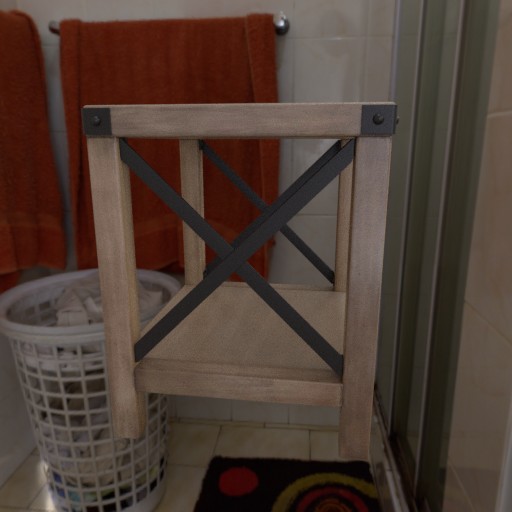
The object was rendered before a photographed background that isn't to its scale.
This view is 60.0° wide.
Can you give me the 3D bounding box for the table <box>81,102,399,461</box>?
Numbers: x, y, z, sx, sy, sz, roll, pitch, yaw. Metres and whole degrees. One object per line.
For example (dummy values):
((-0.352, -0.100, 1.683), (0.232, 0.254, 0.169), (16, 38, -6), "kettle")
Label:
((0.000, 0.000, 0.918), (0.459, 0.561, 0.510), (2, 15, 8), "table")
